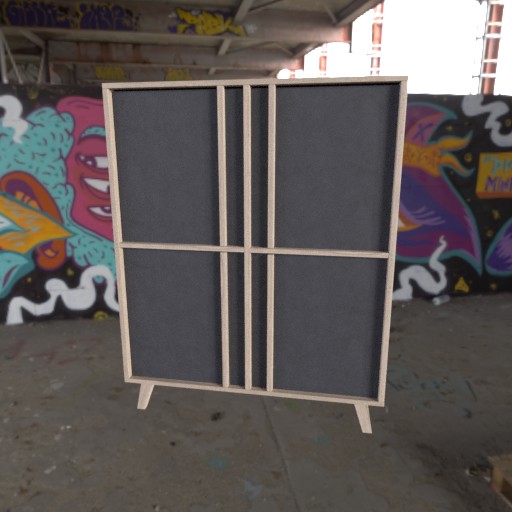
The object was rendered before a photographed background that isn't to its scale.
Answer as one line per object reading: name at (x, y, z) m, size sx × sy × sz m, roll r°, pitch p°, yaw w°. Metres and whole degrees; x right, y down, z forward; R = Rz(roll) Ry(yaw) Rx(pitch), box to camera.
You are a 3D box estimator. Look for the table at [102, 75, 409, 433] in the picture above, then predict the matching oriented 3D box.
table at (0.000, 0.000, 1.930) m, size 1.111 × 1.388 × 0.398 m, roll 2°, pitch 14°, yaw 10°
